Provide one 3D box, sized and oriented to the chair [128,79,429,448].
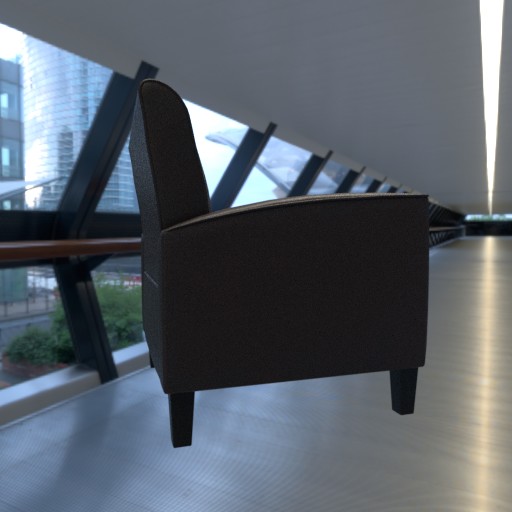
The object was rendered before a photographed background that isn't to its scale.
[{"bbox_3d":[0.000,0.000,1.537,0.819,0.916,0.820,-1,3,-18],"label":"chair"}]
